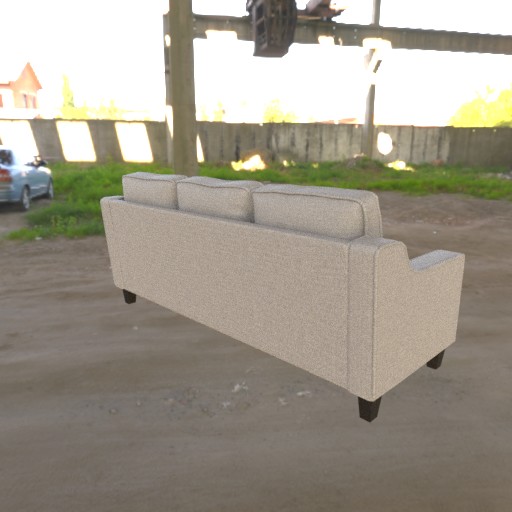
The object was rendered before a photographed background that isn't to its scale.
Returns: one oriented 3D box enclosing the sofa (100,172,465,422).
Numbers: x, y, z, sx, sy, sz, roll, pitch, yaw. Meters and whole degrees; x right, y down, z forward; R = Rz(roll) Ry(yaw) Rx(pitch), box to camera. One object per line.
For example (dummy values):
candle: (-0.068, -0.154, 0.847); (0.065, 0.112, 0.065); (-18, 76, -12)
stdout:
sofa: (0.000, 0.000, 2.671); (0.899, 0.950, 2.129); (-14, 20, -43)
